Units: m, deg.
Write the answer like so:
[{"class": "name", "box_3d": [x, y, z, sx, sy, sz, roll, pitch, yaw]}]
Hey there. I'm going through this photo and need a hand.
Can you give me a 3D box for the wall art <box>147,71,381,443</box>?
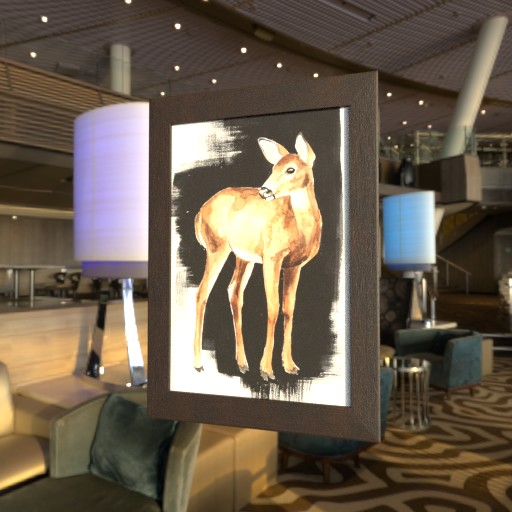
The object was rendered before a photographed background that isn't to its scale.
[{"class": "wall art", "box_3d": [0.000, 0.000, 0.670, 0.359, 0.513, 0.017, 0, -2, 17]}]
